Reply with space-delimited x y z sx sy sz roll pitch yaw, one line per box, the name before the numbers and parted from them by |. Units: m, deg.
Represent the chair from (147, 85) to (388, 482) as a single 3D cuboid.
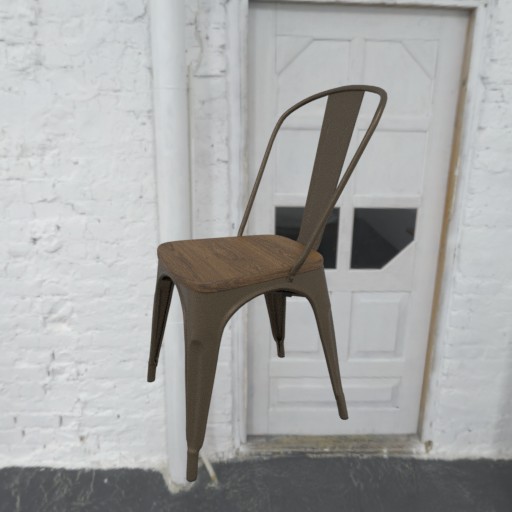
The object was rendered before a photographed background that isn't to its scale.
chair | 0.000 0.000 1.146 0.532 0.844 0.451 -7 18 -24
